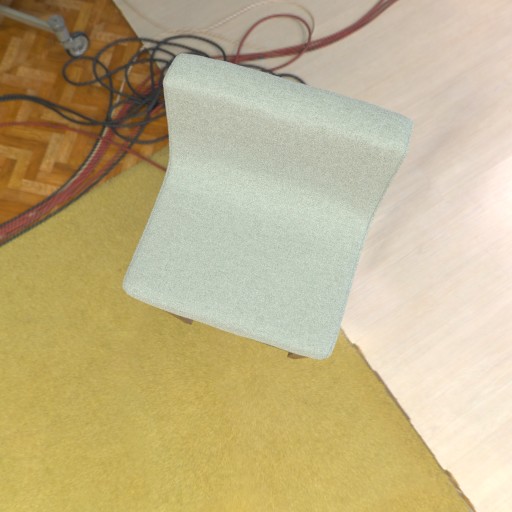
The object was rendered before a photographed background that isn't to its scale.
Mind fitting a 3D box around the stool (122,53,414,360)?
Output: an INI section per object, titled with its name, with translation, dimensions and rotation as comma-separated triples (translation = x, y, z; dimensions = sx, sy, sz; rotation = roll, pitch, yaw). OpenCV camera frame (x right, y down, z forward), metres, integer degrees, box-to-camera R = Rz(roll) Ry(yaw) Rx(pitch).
[stool]
translation = 0.000, 0.000, 1.314
dimensions = 0.511, 1.037, 0.500
rotation = 18, 76, 5
